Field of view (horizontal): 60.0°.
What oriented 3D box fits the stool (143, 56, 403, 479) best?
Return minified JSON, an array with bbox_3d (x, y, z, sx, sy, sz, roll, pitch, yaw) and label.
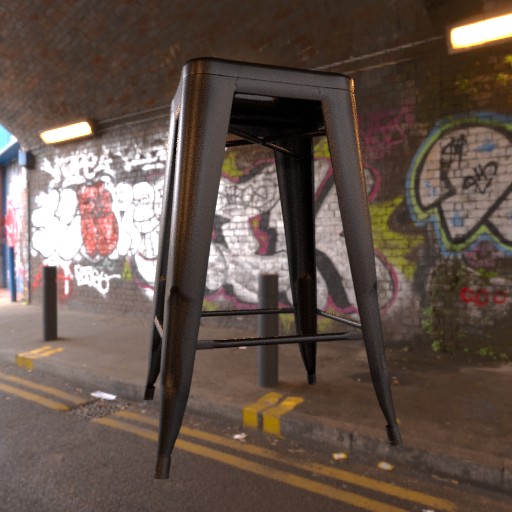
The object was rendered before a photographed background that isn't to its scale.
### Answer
[{"bbox_3d":[0.000,0.000,0.823,0.399,0.609,0.359,0,1,-17],"label":"stool"}]
